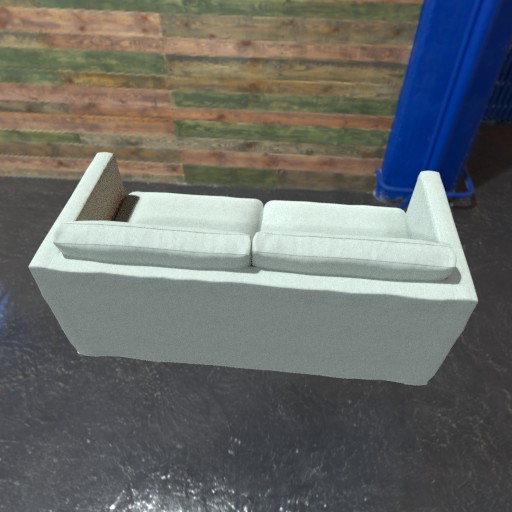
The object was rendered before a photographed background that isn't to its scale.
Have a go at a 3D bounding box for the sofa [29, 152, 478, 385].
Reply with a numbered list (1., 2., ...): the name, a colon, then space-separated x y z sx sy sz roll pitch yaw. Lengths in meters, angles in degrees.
1. sofa: 0.000 0.000 2.427 1.987 0.870 0.940 4 47 4
